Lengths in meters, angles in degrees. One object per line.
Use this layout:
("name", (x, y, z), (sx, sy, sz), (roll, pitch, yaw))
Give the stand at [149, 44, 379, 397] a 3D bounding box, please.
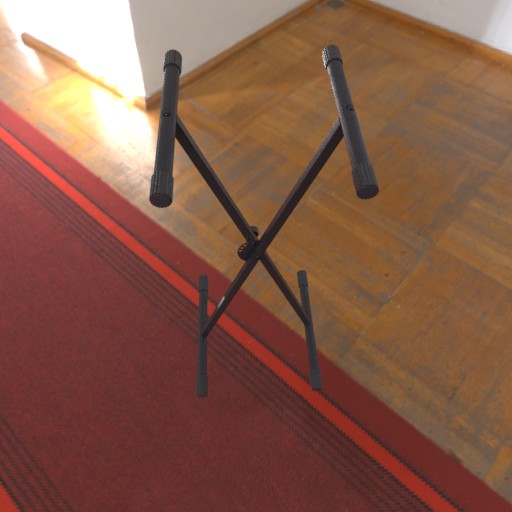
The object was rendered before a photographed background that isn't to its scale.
("stand", (0.000, 0.000, 1.183), (0.409, 0.940, 0.449), (-3, 56, -2))
